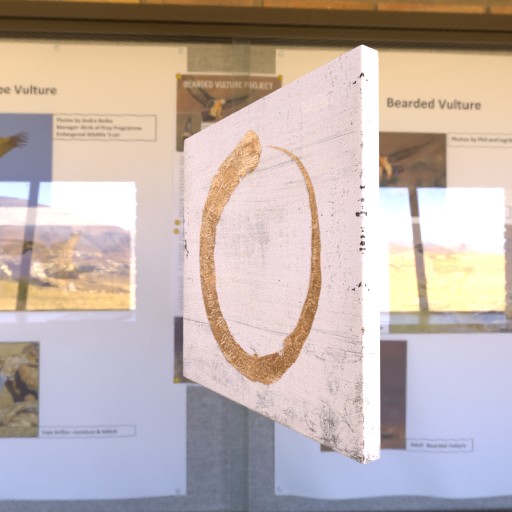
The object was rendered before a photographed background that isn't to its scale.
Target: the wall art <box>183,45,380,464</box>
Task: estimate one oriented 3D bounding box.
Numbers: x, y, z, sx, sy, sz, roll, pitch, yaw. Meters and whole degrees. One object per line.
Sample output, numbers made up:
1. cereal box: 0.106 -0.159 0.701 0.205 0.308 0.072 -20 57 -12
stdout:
1. wall art: 0.000 0.000 0.904 0.040 0.611 0.610 1 -1 -34
